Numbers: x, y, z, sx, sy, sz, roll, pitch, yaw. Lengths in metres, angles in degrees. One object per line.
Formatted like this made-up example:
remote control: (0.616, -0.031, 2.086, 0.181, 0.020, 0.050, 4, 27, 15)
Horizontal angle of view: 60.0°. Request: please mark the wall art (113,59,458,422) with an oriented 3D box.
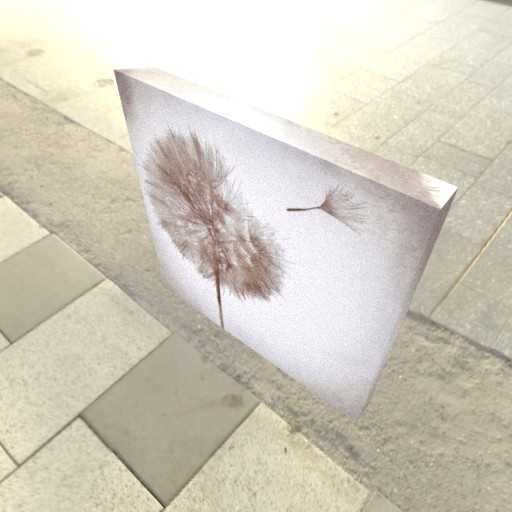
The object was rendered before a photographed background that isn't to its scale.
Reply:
wall art: (0.000, 0.000, 0.445, 0.303, 0.303, 0.028, 30, 54, 26)
